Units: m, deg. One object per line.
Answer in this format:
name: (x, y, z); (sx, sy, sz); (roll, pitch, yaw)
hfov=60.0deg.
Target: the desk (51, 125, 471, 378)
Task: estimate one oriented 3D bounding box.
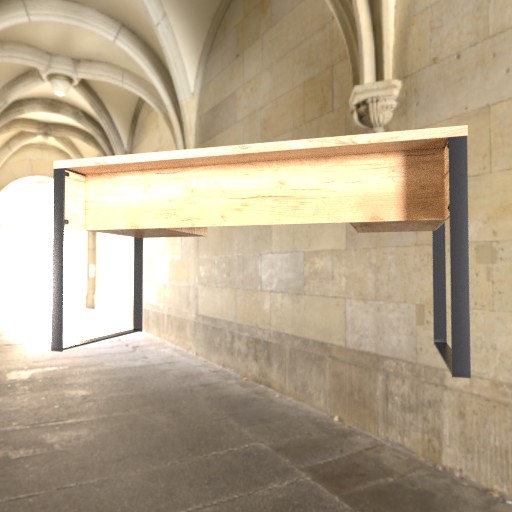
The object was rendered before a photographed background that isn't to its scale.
desk: (0.000, 0.000, 1.838); (1.520, 0.760, 0.600); (-1, -2, 17)
